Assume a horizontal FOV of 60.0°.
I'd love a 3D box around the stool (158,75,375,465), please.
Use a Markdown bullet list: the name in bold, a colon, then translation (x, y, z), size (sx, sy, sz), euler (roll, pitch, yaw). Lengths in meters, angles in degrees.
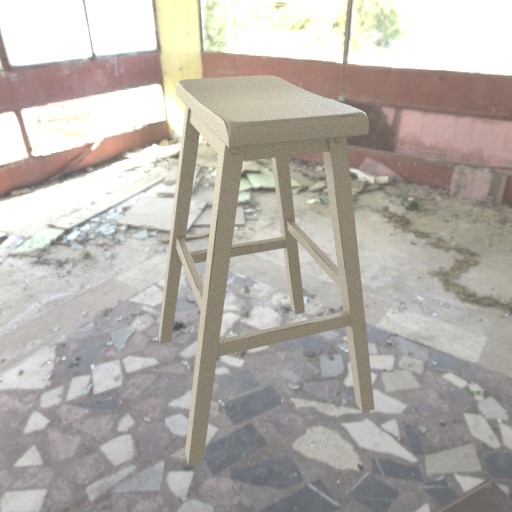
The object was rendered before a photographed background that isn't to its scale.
- **stool**: translation (0.000, 0.000, 1.054), size (0.476, 0.737, 0.457), euler (-10, 32, -16)
